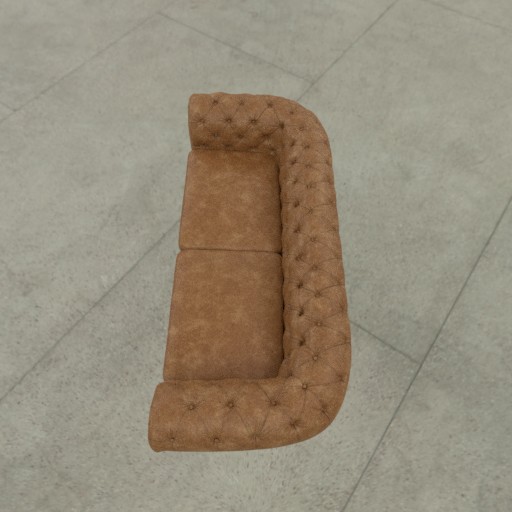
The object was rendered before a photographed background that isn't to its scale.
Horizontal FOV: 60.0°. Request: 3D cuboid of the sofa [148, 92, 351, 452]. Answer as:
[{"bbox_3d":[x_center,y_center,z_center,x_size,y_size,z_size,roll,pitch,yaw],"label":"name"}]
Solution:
[{"bbox_3d":[0.000,0.000,2.826,0.989,0.760,2.365,0,59,0],"label":"sofa"}]
